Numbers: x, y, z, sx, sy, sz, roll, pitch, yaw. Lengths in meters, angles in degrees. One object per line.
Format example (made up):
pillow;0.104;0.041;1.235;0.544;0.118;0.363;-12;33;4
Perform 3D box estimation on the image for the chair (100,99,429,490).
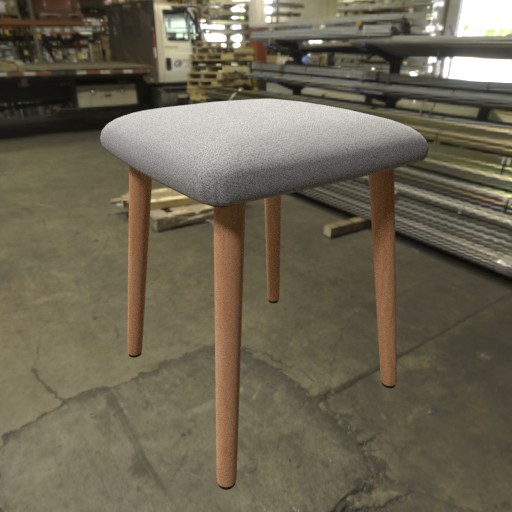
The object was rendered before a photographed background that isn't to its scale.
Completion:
chair;0.000;0.000;0.687;0.350;0.440;0.350;-17;31;-31
